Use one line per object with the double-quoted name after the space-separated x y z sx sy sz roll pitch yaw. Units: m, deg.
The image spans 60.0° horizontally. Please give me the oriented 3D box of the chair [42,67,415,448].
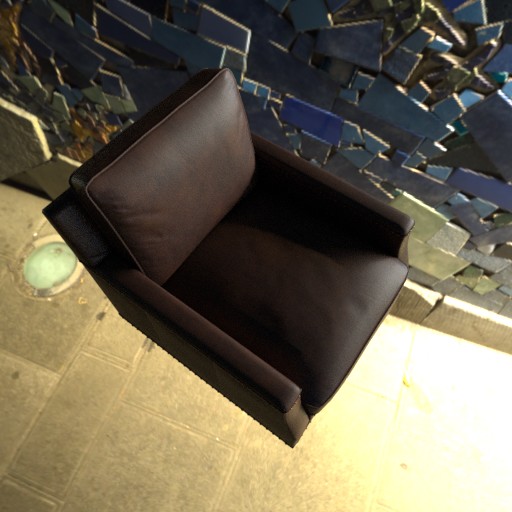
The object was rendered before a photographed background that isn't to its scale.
0.000 0.000 1.651 1.014 0.929 0.853 32 64 18 "chair"
